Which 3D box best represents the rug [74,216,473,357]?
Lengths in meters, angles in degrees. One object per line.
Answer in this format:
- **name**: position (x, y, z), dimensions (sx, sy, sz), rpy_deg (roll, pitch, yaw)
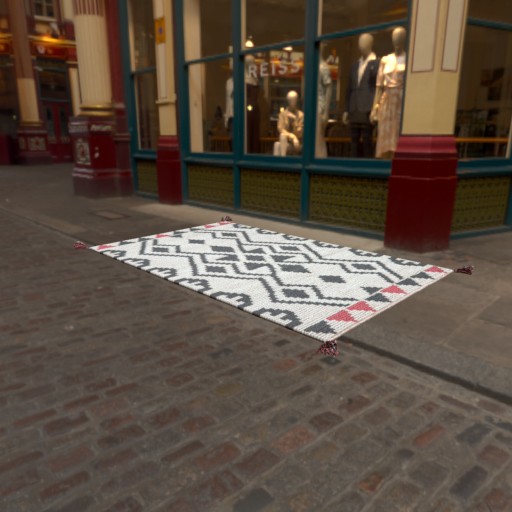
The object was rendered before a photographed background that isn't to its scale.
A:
- **rug**: position (0.000, 0.000, 3.422), dimensions (2.672, 0.066, 1.741), rpy_deg (15, 22, 42)
